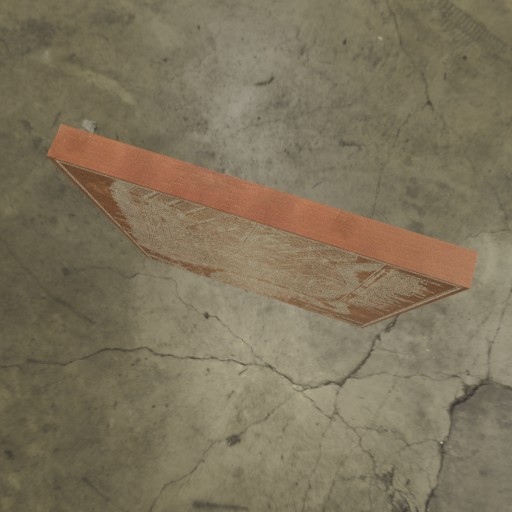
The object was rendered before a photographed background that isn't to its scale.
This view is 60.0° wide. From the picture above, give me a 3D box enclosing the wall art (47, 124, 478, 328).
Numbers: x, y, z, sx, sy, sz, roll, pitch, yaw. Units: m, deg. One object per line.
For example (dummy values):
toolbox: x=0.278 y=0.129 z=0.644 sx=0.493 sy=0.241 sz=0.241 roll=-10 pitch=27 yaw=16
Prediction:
wall art: x=0.000 y=0.000 z=0.599 sx=0.403 sy=0.403 sz=0.035 roll=18 pitch=77 yaw=4
